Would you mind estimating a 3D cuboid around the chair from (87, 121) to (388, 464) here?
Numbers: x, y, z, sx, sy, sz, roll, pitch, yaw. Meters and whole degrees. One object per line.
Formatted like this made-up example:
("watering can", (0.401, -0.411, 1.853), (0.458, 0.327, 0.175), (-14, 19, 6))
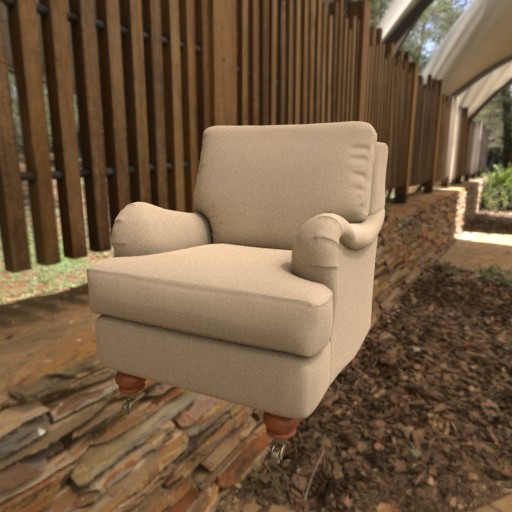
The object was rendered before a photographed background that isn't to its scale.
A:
("chair", (0.000, 0.000, 1.826), (0.895, 1.076, 1.078), (6, 14, 25))
